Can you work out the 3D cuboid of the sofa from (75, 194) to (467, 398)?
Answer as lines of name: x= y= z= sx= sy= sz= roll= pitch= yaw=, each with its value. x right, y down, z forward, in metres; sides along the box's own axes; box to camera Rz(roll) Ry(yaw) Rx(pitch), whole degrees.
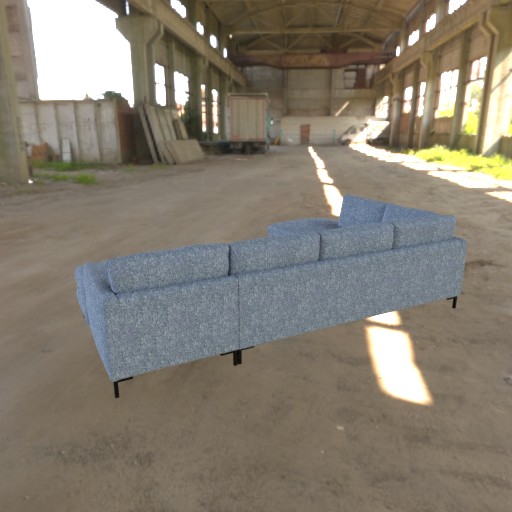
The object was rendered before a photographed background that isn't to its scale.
sofa: x=0.000 y=0.000 z=3.623 sx=2.737 sy=0.756 sz=1.879 roll=-8 pitch=18 yaw=-26
